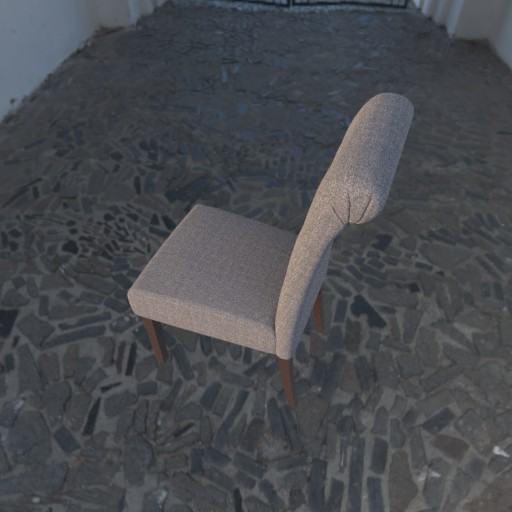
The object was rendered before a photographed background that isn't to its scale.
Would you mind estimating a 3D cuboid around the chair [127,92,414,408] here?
[{"bbox_3d":[0.000,0.000,1.356,0.671,1.006,0.456,16,48,15],"label":"chair"}]
